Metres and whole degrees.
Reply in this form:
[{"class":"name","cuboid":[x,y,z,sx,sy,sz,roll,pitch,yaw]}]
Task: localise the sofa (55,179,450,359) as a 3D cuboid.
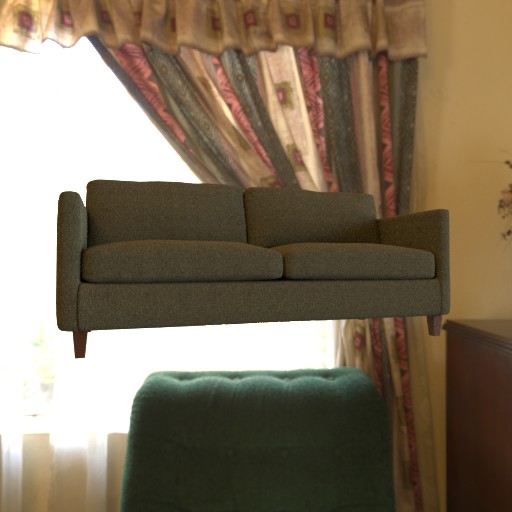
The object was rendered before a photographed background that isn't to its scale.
[{"class":"sofa","cuboid":[0.000,0.000,2.756,2.208,0.965,0.948,0,-1,-19]}]
